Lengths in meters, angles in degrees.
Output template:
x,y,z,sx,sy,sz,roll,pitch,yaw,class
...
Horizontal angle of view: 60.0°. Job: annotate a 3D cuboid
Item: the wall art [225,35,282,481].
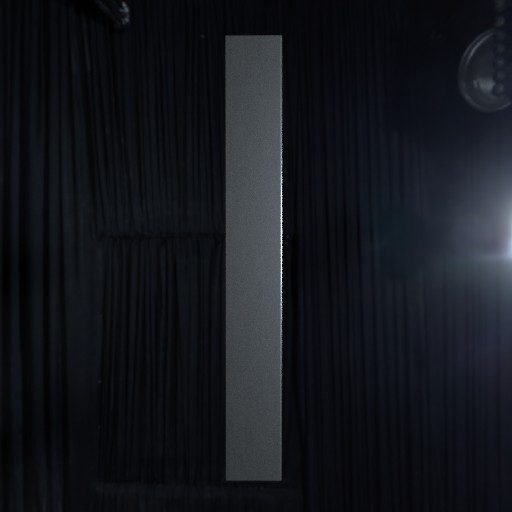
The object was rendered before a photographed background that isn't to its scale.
x,y,z,sx,sy,sz,roll,pitch,yaw,class
0.000,0.000,0.453,0.038,0.304,0.304,0,1,1,wall art
